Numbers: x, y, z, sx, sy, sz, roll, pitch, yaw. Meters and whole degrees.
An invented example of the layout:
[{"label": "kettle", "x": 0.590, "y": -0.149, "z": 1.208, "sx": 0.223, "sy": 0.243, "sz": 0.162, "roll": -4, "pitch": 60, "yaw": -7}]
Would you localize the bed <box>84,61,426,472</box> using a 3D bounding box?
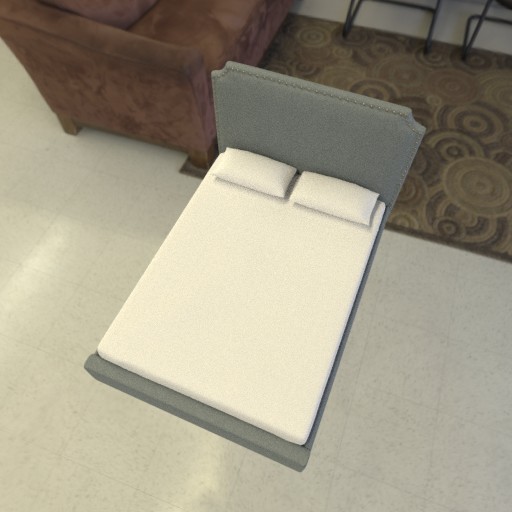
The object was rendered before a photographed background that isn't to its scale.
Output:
[{"label": "bed", "x": 0.000, "y": 0.000, "z": 3.322, "sx": 1.712, "sy": 1.443, "sz": 2.372, "roll": 20, "pitch": 60, "yaw": 12}]
